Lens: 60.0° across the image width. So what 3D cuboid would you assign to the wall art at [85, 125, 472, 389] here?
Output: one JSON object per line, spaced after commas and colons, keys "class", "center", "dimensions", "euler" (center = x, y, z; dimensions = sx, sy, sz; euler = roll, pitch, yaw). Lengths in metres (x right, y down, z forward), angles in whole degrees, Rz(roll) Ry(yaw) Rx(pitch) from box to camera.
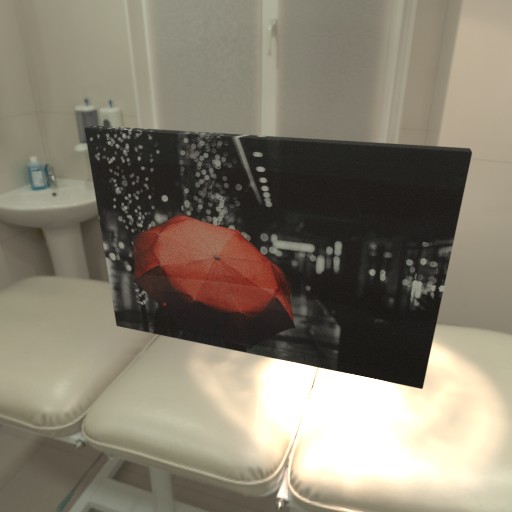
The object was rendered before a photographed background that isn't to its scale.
{"class": "wall art", "center": [0.000, 0.000, 1.153], "dimensions": [0.914, 0.609, 0.038], "euler": [8, 27, 16]}
